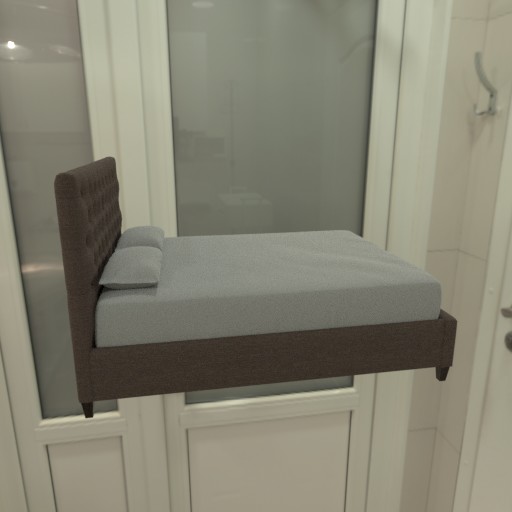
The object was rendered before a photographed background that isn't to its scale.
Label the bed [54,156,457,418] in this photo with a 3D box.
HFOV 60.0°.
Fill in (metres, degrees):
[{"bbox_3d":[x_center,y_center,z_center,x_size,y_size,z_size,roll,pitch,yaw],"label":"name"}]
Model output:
[{"bbox_3d":[0.000,0.000,3.390,2.387,1.427,1.698,-3,16,-10],"label":"bed"}]
